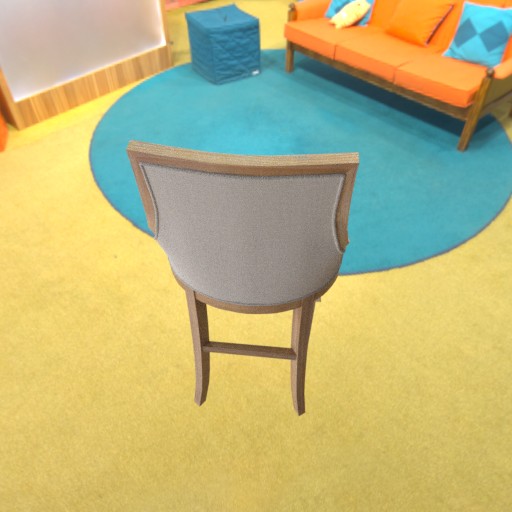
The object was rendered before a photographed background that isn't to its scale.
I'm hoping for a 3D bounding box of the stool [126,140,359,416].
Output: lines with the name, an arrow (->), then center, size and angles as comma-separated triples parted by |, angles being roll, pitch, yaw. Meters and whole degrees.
stool -> 0.000, 0.000, 1.405 | 0.524, 1.101, 0.626 | 4, 45, 4
